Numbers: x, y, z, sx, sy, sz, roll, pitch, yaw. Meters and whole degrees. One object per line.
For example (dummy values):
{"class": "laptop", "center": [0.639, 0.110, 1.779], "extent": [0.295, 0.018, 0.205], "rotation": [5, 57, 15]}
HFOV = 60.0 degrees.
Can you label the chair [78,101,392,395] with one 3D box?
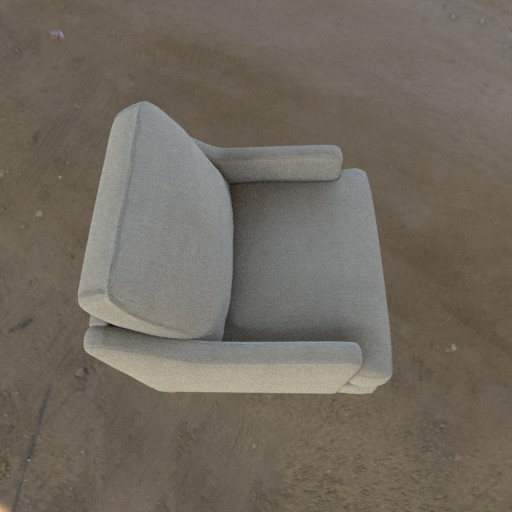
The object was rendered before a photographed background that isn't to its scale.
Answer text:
{"class": "chair", "center": [0.000, 0.000, 1.524], "extent": [0.892, 0.821, 0.826], "rotation": [1, 63, 0]}
